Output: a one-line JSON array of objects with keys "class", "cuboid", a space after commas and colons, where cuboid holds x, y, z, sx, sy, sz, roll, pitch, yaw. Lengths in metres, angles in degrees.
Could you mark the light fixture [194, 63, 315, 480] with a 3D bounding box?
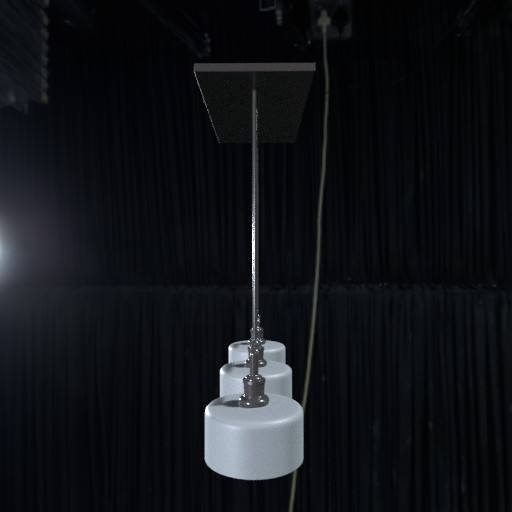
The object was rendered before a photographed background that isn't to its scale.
[{"class": "light fixture", "cuboid": [0.000, 0.000, 0.838, 0.177, 0.557, 0.582, 0, -1, 1]}]
